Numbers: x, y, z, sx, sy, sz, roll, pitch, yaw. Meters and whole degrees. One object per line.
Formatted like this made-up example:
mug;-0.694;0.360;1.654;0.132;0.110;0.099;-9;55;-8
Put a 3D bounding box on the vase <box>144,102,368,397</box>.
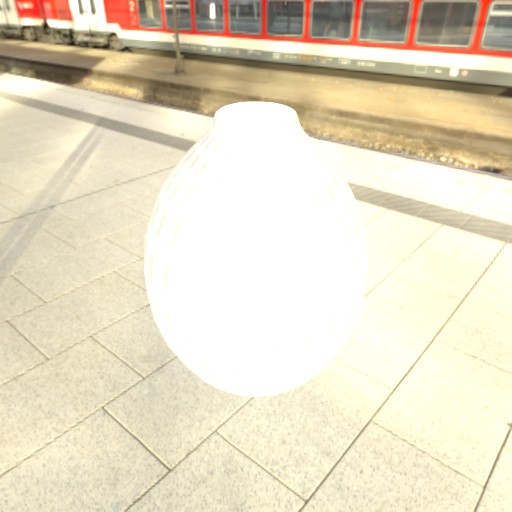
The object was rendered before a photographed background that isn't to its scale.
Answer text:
vase;0.000;0.000;0.259;0.128;0.167;0.128;0;31;0
